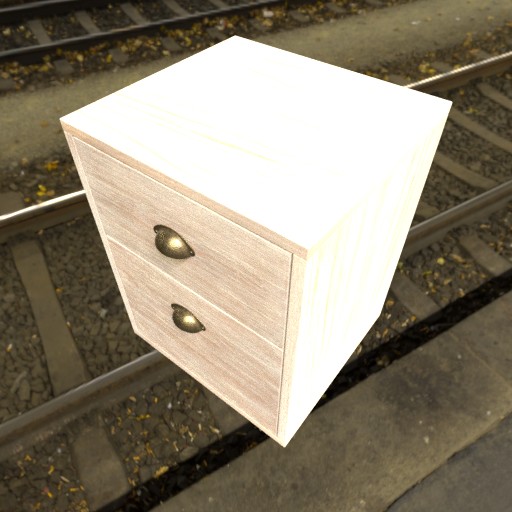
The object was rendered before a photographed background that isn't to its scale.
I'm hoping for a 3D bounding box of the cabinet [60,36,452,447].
[{"bbox_3d":[0.000,0.000,0.829,0.409,0.579,0.401,29,53,25],"label":"cabinet"}]
